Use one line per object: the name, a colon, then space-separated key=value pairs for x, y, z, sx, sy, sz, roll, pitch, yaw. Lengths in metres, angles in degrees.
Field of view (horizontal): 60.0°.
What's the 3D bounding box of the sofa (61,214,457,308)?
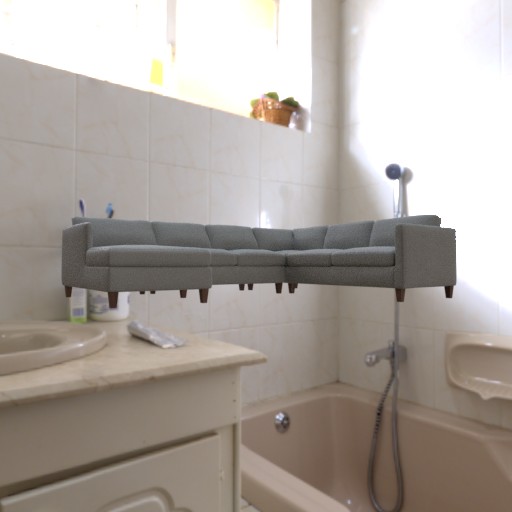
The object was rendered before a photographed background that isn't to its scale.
sofa: x=0.000 y=0.000 z=4.539 sx=3.238 sy=0.853 sz=2.551 roll=1 pitch=-2 yaw=-36
